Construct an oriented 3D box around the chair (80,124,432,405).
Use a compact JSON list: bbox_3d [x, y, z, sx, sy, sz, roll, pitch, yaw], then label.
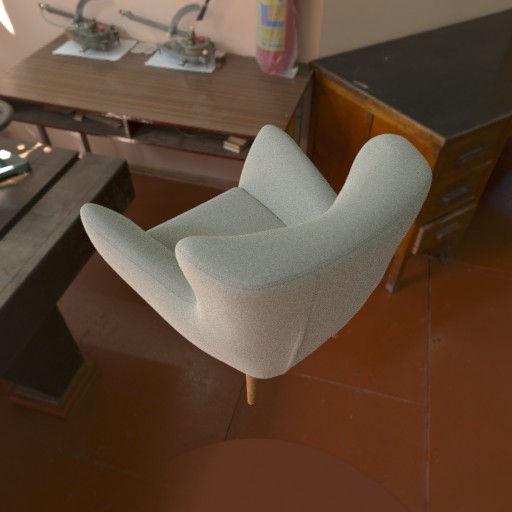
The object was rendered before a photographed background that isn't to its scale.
[{"bbox_3d":[0.000,0.000,1.585,0.890,0.889,0.889,-31,53,-26],"label":"chair"}]
